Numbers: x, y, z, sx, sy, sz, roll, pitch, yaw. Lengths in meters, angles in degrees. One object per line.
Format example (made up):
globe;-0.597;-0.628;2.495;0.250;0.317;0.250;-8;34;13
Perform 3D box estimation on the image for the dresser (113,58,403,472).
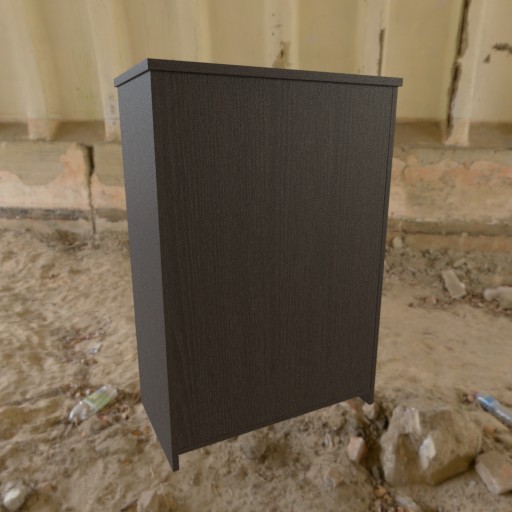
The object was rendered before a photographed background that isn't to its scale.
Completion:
dresser;0.000;0.000;1.365;0.704;1.020;0.399;-8;17;-26
